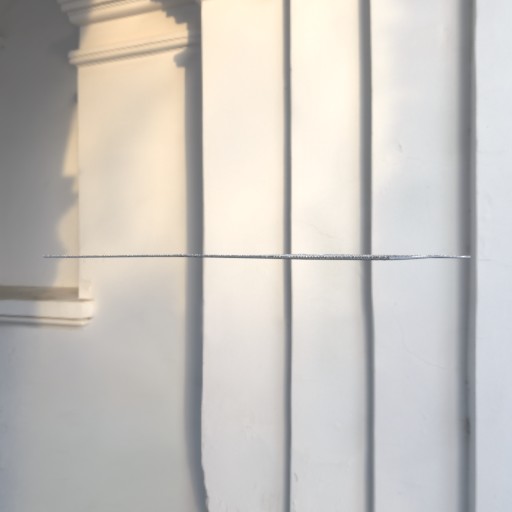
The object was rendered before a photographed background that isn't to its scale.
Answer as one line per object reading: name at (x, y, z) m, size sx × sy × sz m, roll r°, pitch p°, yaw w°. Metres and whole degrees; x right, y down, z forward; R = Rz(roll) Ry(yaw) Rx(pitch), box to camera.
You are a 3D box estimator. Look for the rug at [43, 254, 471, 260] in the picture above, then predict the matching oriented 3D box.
rug at (0.000, 0.000, 2.936) m, size 2.349 × 0.030 × 1.624 m, roll 0°, pitch 0°, yaw 36°
